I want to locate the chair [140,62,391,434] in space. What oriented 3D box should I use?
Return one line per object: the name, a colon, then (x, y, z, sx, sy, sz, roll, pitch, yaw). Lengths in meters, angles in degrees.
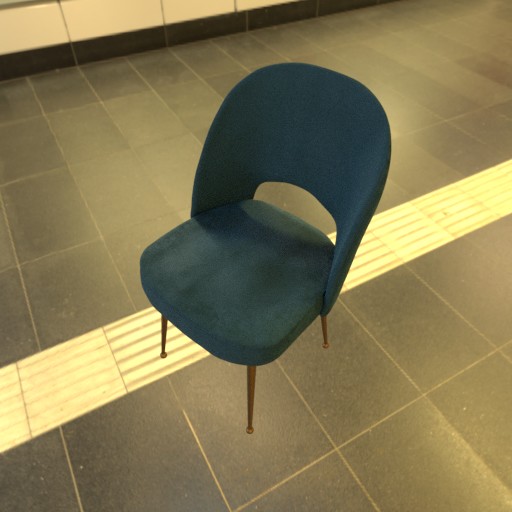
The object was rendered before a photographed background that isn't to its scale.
chair: (0.000, 0.000, 1.239, 0.527, 0.860, 0.577, 32, 54, 27)
